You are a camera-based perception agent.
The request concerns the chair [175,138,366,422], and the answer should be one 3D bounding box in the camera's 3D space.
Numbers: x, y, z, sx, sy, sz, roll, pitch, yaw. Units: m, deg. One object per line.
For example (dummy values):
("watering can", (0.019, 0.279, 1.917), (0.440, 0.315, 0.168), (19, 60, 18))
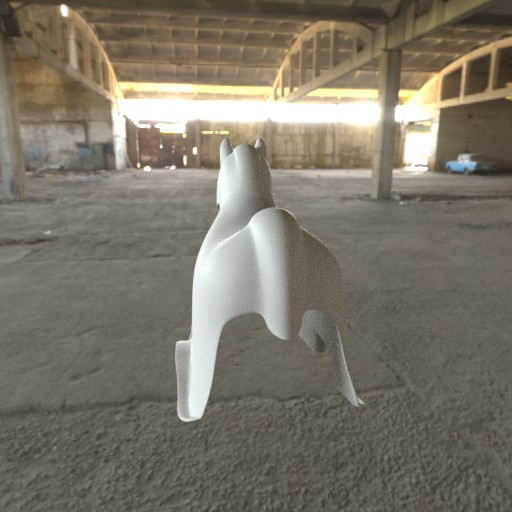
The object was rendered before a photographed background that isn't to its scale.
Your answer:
("chair", (0.000, 0.000, 1.160), (0.429, 0.612, 0.800), (-2, 14, -8))
